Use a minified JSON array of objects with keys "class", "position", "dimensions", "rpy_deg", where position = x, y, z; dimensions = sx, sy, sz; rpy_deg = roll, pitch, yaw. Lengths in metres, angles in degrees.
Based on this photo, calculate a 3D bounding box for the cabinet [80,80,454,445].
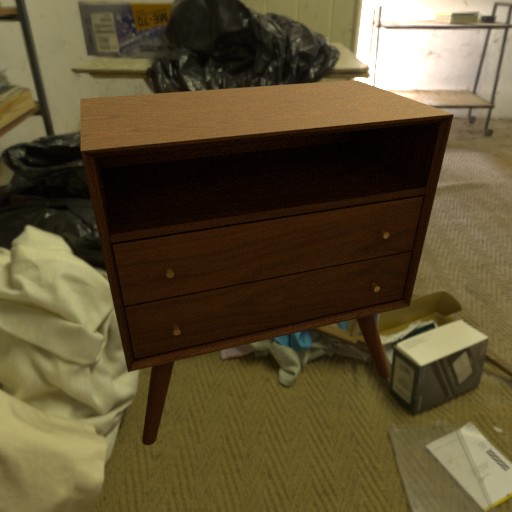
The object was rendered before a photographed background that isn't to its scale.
[{"class":"cabinet","position":[0.000,0.000,1.139],"dimensions":[0.712,0.748,0.388],"rpy_deg":[-10,33,-16]}]
